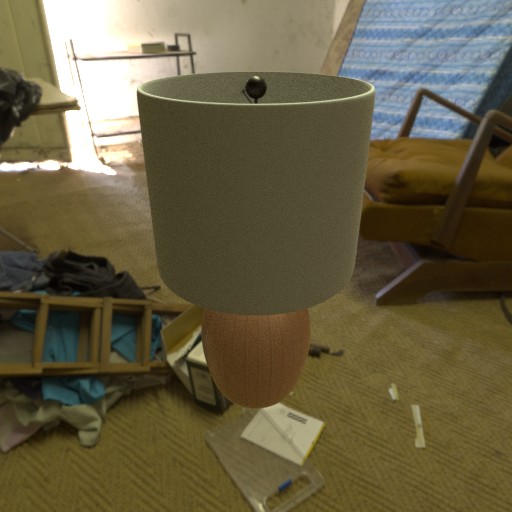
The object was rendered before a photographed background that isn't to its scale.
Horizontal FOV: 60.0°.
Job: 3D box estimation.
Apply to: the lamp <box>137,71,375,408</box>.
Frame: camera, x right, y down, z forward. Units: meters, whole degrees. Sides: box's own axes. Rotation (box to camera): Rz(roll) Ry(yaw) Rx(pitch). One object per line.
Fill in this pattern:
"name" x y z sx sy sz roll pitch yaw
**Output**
"lamp" 0.000 0.000 0.753 0.329 0.570 0.329 0 28 0
